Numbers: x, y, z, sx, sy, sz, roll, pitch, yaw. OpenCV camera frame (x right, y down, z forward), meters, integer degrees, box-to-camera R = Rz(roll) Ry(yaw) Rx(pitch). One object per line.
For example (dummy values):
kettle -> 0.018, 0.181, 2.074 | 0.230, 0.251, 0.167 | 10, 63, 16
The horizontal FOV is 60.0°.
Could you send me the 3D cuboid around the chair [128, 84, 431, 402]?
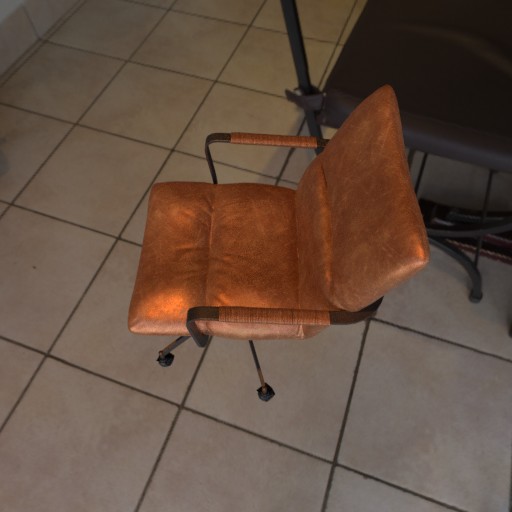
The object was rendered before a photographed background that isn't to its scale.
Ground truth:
chair -> 0.000, 0.000, 1.440 | 0.754, 0.922, 0.727 | 1, 58, 0
